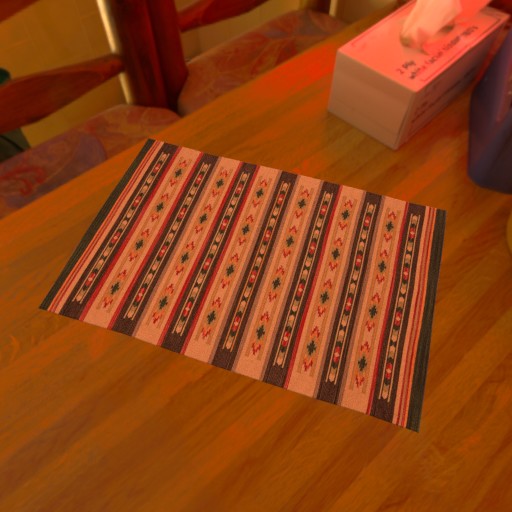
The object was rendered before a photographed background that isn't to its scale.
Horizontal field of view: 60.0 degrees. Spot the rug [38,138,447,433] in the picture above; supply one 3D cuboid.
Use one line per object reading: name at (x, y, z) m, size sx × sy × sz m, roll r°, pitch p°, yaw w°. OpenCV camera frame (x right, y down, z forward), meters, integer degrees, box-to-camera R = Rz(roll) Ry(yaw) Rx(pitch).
rug at (0.000, 0.000, 2.292) m, size 1.825 × 0.009 × 1.221 m, roll 16°, pitch 59°, yaw 10°
